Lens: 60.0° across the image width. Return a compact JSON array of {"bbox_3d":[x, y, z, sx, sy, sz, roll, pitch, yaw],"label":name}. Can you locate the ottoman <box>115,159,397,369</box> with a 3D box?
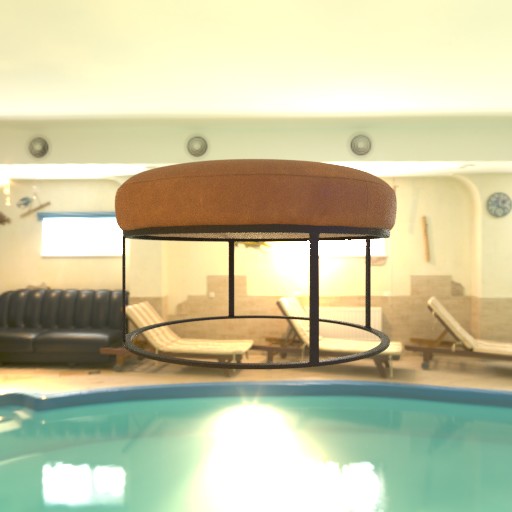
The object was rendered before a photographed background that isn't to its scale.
[{"bbox_3d":[0.000,0.000,1.272,0.771,0.460,0.771,0,0,0],"label":"ottoman"}]
